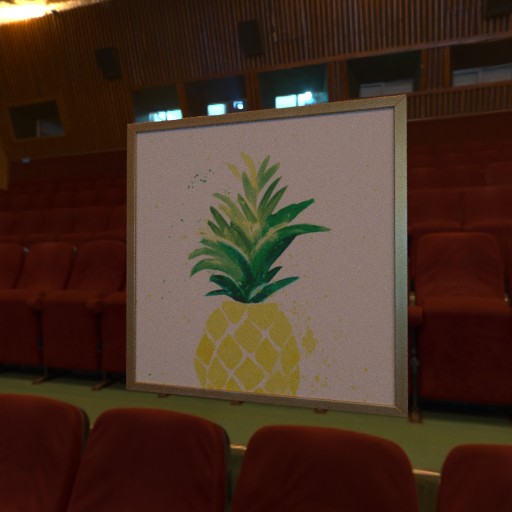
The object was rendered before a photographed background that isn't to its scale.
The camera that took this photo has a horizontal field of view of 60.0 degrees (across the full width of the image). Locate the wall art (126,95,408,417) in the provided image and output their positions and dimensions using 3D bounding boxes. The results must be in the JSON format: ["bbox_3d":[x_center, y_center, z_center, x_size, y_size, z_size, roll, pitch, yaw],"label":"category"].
[{"bbox_3d":[0.000,0.000,0.790,0.510,0.509,0.033,0,-1,17],"label":"wall art"}]
